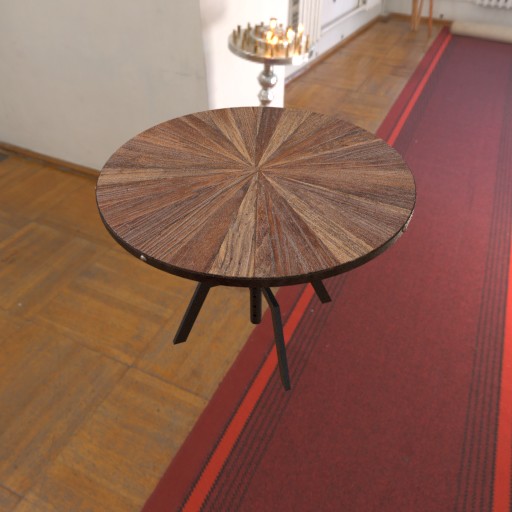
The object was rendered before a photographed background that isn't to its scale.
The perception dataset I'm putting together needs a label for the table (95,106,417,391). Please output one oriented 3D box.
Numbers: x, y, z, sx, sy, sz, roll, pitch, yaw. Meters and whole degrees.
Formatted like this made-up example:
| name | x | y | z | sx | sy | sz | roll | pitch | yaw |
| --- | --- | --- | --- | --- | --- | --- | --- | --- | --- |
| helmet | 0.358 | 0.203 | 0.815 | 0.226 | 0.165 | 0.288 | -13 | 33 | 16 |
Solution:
| name | x | y | z | sx | sy | sz | roll | pitch | yaw |
| --- | --- | --- | --- | --- | --- | --- | --- | --- | --- |
| table | 0.000 | 0.000 | 1.481 | 0.885 | 0.658 | 0.885 | 0 | 42 | 0 |
